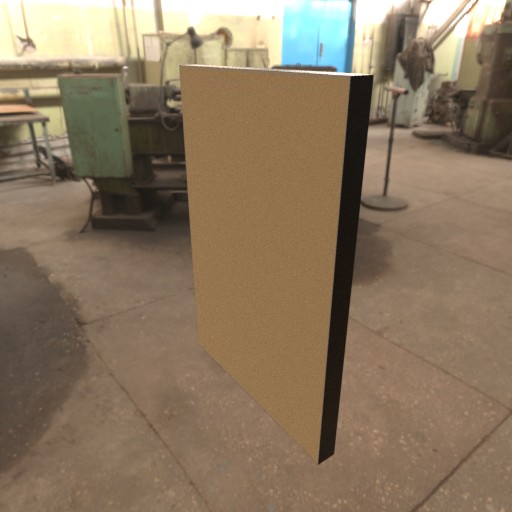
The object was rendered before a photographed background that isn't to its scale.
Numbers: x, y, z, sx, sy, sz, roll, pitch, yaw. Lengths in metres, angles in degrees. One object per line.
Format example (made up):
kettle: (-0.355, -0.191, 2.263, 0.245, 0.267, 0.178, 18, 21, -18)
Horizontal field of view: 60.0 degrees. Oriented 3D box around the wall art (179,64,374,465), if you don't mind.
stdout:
wall art: (0.000, 0.000, 0.587, 0.031, 0.457, 0.313, -17, 30, -32)
